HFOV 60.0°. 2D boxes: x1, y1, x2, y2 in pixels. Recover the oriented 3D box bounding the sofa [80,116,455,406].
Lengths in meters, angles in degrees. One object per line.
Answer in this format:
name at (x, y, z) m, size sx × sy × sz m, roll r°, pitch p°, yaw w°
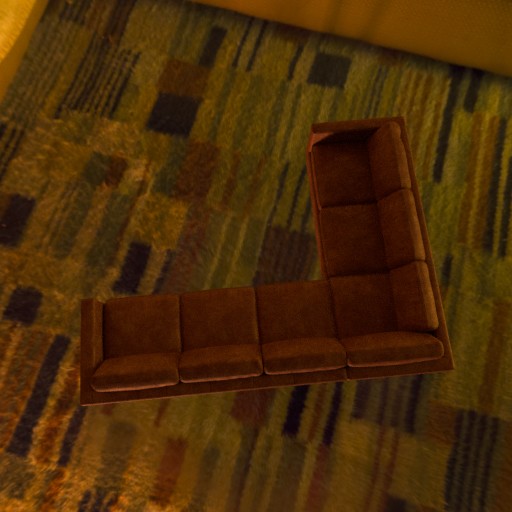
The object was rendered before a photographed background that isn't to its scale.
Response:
sofa at (0.000, 0.000, 4.266) m, size 3.150 × 0.838 × 2.438 m, roll -5°, pitch 75°, yaw -1°
